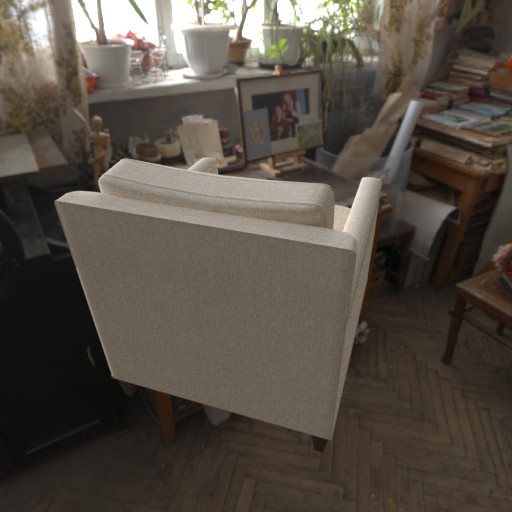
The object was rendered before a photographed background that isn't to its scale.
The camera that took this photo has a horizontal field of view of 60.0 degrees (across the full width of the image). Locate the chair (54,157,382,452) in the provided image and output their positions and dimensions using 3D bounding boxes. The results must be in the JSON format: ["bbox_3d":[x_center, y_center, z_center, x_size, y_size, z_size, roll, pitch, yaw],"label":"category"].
[{"bbox_3d":[0.000,0.000,1.738,0.838,0.940,1.041,10,33,16],"label":"chair"}]
